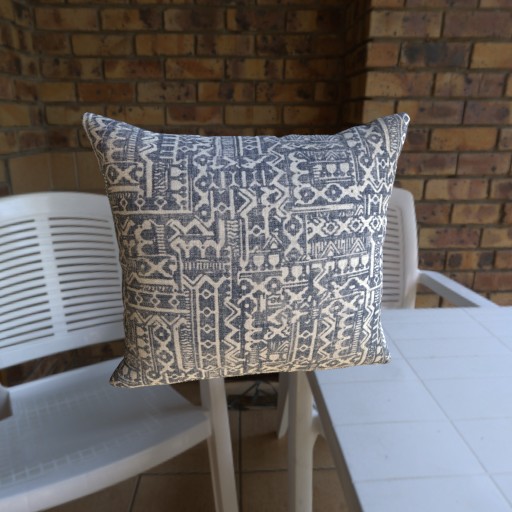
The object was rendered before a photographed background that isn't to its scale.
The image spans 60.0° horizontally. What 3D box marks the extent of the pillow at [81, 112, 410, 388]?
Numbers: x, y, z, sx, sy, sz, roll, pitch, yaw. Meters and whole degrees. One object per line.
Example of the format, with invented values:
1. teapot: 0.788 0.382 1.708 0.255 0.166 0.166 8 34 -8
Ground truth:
1. pillow: 0.000 0.000 0.788 0.546 0.487 0.180 -2 17 -8
